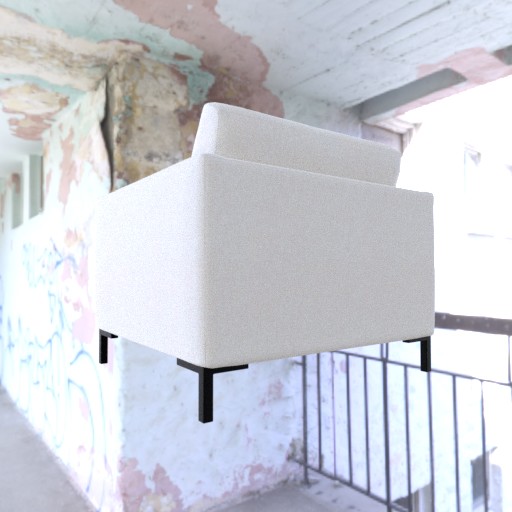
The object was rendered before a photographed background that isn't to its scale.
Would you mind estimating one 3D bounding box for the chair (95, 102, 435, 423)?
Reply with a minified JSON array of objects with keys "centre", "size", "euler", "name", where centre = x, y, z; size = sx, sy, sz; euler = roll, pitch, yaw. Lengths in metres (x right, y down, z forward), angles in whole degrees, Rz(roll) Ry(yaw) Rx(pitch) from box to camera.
[{"centre":[0.000,0.000,1.628],"size":[0.964,0.806,0.875],"euler":[1,-2,-36],"name":"chair"}]
